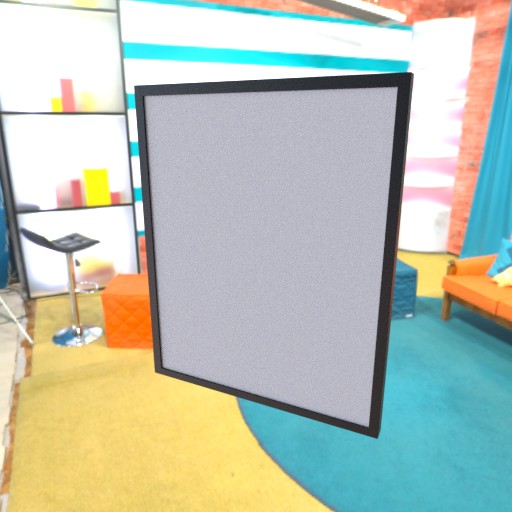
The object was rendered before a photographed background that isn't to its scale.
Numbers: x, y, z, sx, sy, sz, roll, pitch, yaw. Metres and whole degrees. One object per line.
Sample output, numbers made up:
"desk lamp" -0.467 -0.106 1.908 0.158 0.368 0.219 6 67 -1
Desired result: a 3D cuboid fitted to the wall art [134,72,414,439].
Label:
"wall art" 0.000 0.000 0.536 0.325 0.397 0.018 8 18 25
